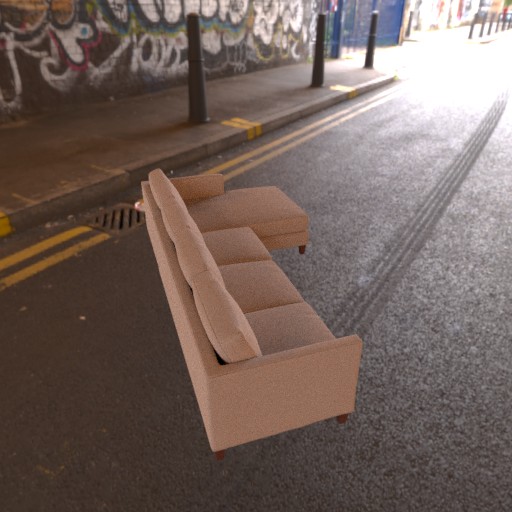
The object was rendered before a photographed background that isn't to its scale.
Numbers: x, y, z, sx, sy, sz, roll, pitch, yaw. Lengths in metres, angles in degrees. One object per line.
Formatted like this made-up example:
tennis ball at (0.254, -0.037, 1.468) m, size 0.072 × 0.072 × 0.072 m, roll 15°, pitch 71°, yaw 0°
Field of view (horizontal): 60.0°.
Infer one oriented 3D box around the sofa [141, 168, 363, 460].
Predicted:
sofa at (0.000, 0.000, 3.935) m, size 1.625 × 0.861 × 3.186 m, roll -9°, pitch 30°, yaw -16°
